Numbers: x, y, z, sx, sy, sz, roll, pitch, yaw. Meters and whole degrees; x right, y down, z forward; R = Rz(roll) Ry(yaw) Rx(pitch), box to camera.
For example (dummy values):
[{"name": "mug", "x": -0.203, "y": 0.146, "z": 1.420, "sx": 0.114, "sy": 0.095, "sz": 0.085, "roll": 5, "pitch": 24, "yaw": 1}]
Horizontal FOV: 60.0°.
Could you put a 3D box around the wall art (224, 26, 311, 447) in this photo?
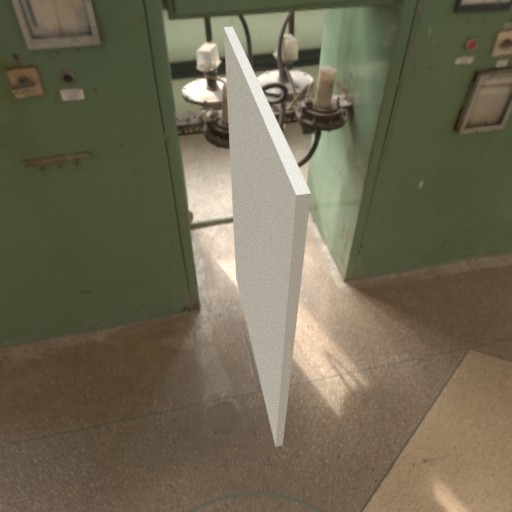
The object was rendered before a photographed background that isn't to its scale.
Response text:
[{"name": "wall art", "x": 0.000, "y": 0.000, "z": 0.680, "sx": 0.013, "sy": 0.533, "sz": 0.381, "roll": -9, "pitch": 47, "yaw": -8}]
